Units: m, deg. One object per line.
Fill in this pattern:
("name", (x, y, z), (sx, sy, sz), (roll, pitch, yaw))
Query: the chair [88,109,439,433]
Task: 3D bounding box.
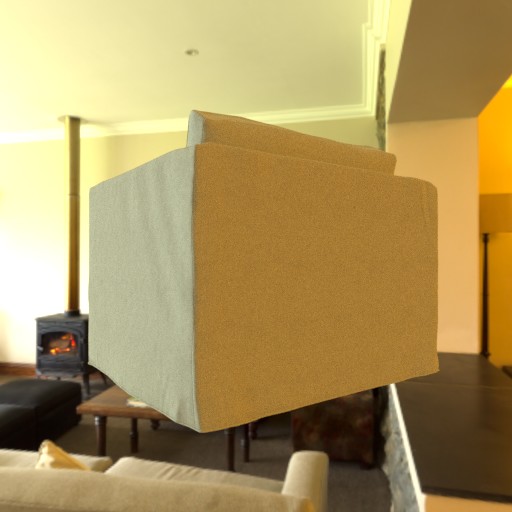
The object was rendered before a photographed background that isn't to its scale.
("chair", (0.000, 0.000, 1.723), (1.057, 0.863, 0.949), (0, 0, -36))
